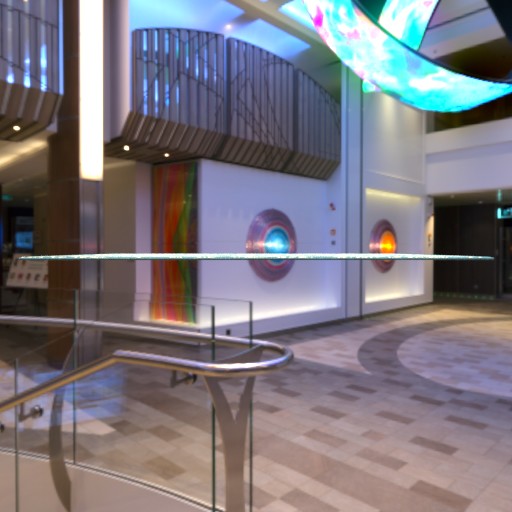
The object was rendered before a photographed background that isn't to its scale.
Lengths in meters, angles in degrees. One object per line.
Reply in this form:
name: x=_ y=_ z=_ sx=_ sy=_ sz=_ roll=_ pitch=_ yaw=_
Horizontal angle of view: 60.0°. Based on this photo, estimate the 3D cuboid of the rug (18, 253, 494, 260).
rug: x=0.000 y=0.000 z=2.309 sx=1.833 sy=0.012 sz=1.211 roll=0 pitch=1 yaw=-1
